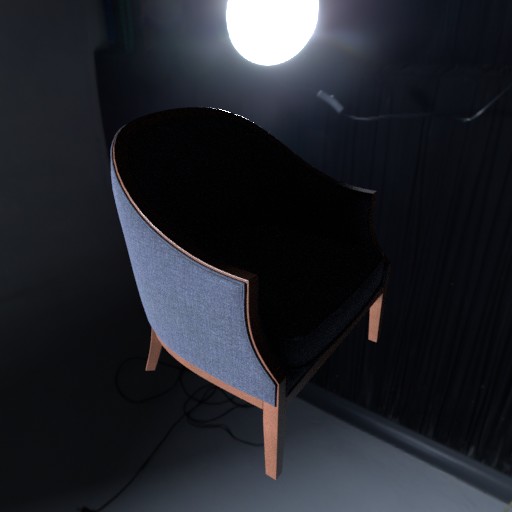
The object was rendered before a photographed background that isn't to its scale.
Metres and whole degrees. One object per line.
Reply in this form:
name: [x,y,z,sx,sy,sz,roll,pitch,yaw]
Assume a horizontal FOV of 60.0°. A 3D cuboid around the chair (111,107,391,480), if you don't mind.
chair: [0.000,0.000,1.472,0.735,0.876,0.803,17,31,31]
